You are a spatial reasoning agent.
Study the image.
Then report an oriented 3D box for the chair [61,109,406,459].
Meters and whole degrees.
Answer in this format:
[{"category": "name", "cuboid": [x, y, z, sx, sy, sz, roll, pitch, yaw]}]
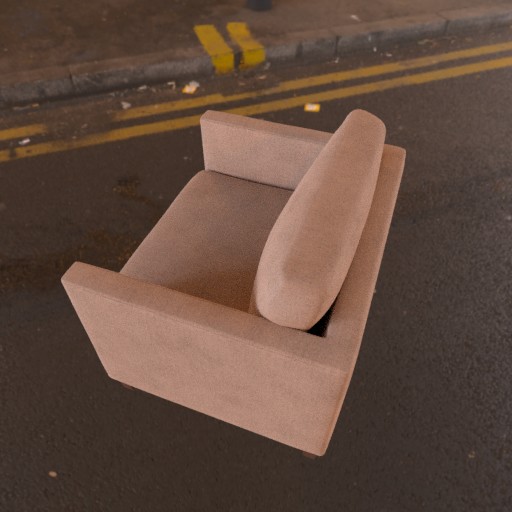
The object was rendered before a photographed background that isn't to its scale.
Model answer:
[{"category": "chair", "cuboid": [0.000, 0.000, 1.813, 0.959, 0.961, 1.133, 15, 49, 14]}]
